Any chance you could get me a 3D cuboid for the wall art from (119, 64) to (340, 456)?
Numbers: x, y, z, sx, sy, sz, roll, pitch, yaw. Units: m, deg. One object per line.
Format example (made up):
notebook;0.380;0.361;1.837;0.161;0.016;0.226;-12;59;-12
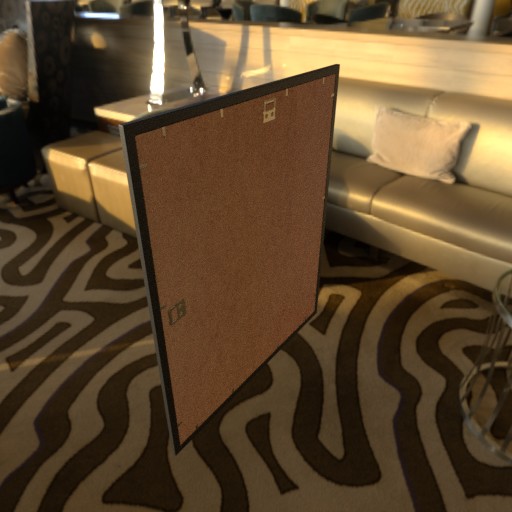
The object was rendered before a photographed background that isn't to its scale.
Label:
wall art;0.000;0.000;0.906;0.018;0.660;0.559;22;38;30
